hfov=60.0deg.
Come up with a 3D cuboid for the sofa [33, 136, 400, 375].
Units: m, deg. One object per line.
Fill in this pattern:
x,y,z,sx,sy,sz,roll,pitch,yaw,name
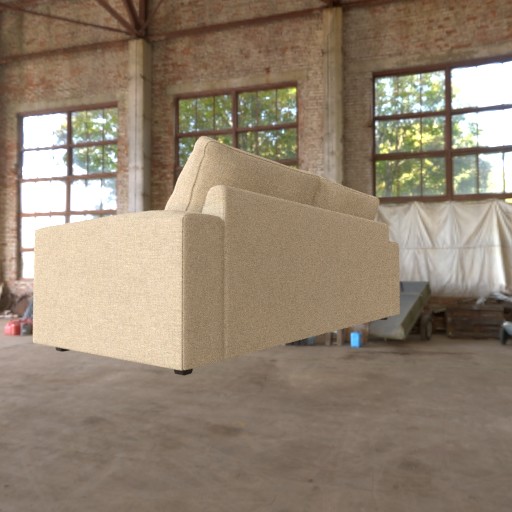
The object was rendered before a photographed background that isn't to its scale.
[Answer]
0.000,0.000,2.729,1.040,0.922,2.299,-1,-2,36,sofa
